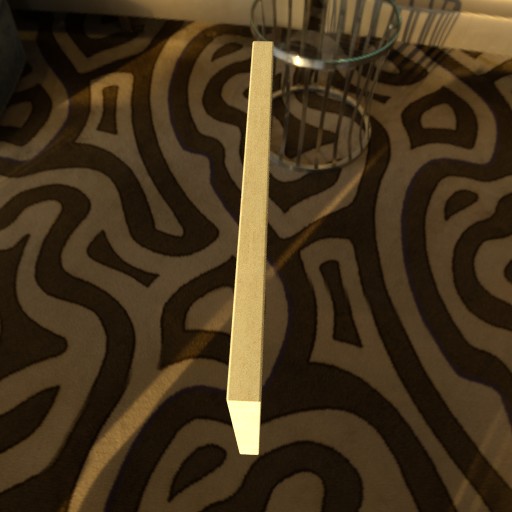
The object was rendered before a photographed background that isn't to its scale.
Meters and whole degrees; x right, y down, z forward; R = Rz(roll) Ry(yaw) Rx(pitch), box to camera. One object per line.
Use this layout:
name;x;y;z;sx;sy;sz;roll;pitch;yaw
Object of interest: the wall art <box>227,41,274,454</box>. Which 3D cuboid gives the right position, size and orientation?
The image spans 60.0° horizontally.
wall art;0.000;0.000;0.702;0.032;0.381;0.533;2;59;1
